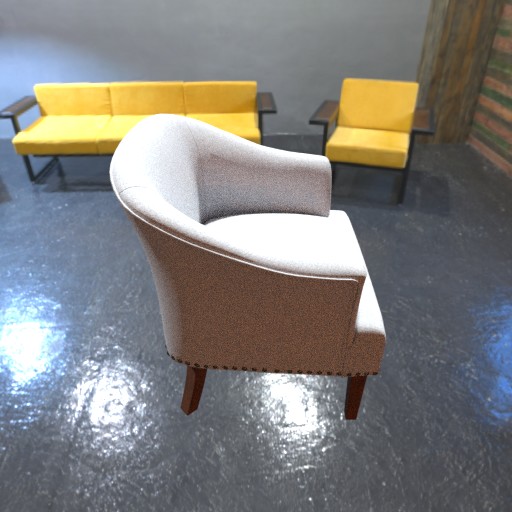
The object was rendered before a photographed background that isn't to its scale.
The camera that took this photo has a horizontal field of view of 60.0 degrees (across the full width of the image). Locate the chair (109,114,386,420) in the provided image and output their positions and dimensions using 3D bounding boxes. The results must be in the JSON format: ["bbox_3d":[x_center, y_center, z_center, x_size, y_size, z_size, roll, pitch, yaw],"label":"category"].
[{"bbox_3d":[0.000,0.000,1.435,0.704,0.815,0.798,1,33,1],"label":"chair"}]
